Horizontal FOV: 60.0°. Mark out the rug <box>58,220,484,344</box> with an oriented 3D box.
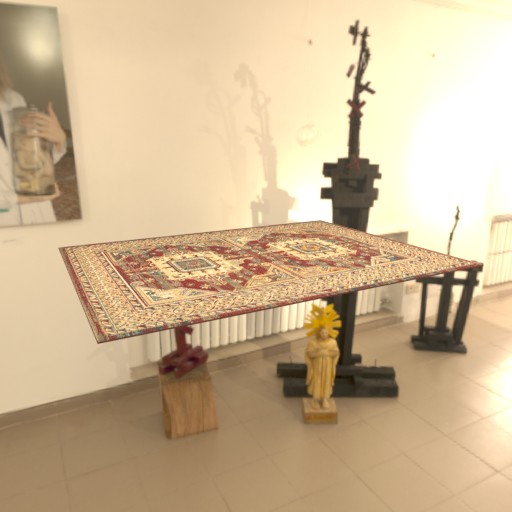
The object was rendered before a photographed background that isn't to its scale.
[{"bbox_3d":[0.000,0.000,4.126,3.197,0.013,2.381,-8,17,-27],"label":"rug"}]
